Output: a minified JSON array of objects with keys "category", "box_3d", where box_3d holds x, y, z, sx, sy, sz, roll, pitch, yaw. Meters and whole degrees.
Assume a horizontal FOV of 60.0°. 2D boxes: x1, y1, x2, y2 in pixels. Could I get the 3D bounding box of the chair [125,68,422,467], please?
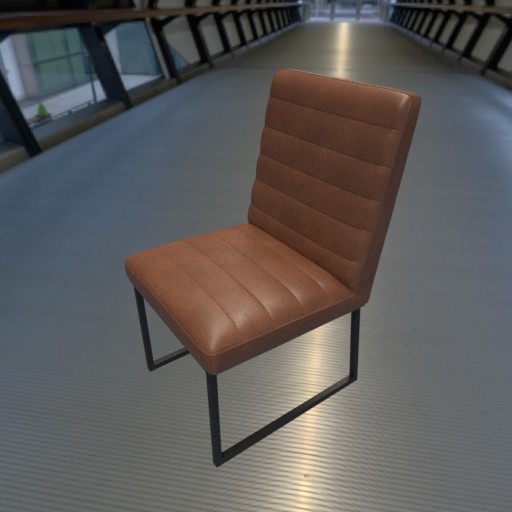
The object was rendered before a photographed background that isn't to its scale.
[{"category":"chair","box_3d":[0.000,0.000,1.294,0.634,0.930,0.520,-20,36,-30]}]
